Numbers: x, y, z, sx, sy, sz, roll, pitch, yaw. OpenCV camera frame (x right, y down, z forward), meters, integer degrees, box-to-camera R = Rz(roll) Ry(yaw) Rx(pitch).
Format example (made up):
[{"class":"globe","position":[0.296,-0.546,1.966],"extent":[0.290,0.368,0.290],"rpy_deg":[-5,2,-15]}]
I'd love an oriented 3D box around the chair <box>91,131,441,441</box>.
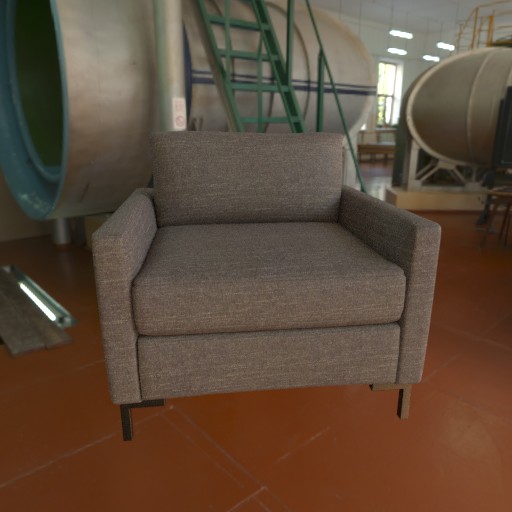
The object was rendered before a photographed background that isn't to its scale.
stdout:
[{"class":"chair","position":[0.000,0.000,1.563],"extent":[0.940,0.841,0.845],"rpy_deg":[-2,17,-7]}]
